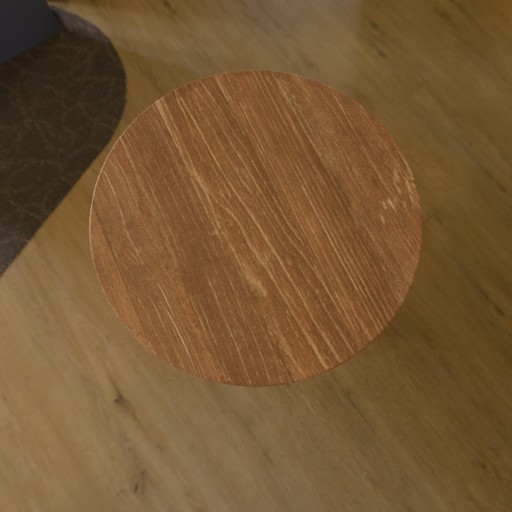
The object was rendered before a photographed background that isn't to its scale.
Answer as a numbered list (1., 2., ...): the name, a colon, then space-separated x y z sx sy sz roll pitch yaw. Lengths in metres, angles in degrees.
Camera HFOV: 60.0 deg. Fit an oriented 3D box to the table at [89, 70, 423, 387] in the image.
1. table: 0.000 0.000 0.969 0.527 0.551 0.527 0 76 0
